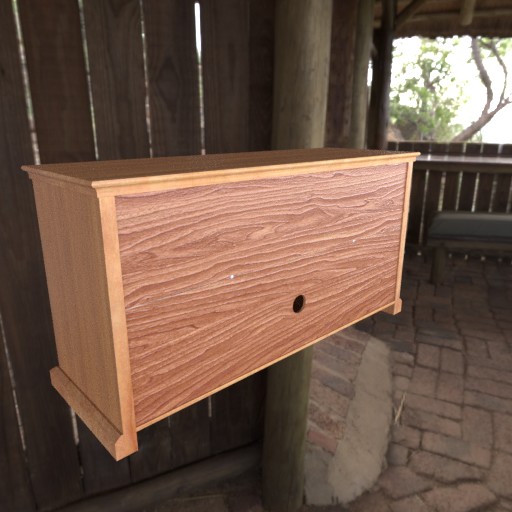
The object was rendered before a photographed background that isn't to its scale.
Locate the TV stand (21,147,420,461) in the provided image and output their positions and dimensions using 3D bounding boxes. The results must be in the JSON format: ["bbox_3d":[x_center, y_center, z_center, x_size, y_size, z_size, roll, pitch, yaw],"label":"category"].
[{"bbox_3d":[0.000,0.000,1.398,1.181,0.607,0.417,-15,22,-40],"label":"TV stand"}]
